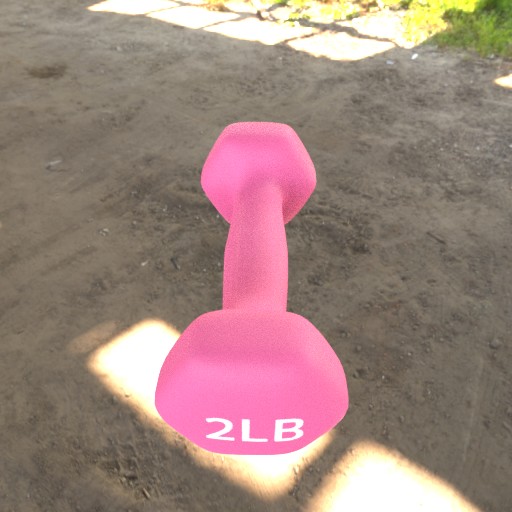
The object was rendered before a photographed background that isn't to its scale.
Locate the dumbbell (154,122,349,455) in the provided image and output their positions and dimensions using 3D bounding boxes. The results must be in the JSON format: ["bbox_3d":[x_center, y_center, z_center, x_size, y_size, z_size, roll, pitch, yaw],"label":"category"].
[{"bbox_3d":[0.000,0.000,0.177,0.058,0.053,0.146,1,42,1],"label":"dumbbell"}]
